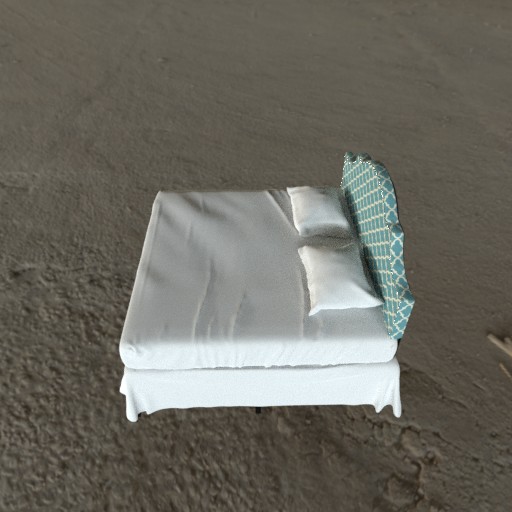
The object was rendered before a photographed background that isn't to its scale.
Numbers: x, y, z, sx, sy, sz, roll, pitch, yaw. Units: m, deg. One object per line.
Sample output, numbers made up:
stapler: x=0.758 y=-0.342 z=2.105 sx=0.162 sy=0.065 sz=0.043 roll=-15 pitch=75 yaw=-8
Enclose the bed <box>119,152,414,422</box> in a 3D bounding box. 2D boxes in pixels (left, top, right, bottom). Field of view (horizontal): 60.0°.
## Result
bed: x=0.000 y=0.000 z=3.790 sx=2.222 sy=1.601 sz=2.314 roll=-1 pitch=41 yaw=-1
